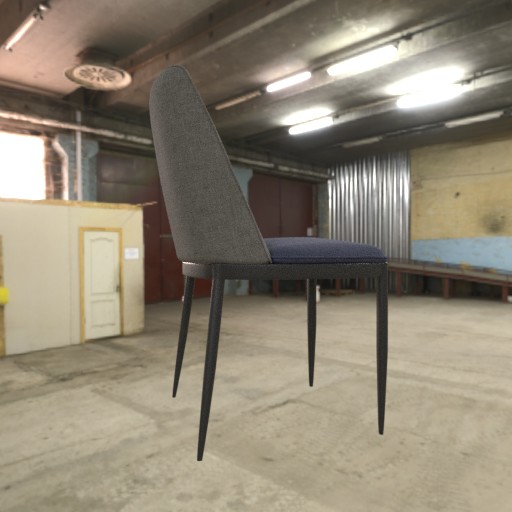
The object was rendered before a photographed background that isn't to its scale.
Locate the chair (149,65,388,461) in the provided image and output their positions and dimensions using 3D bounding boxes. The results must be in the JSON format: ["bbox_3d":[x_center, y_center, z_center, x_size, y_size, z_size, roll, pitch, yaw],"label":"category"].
[{"bbox_3d":[0.000,0.000,1.181,0.550,0.855,0.488,0,0,-17],"label":"chair"}]
